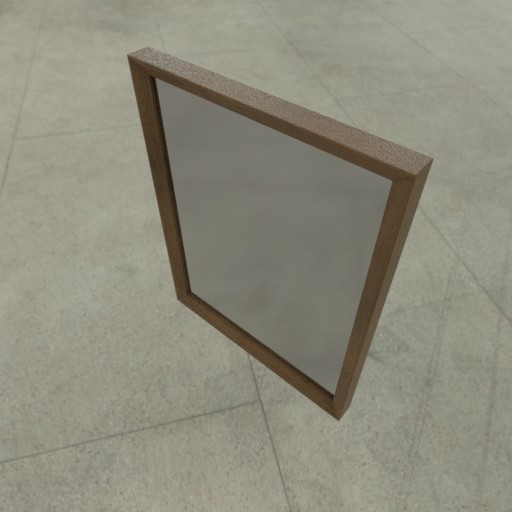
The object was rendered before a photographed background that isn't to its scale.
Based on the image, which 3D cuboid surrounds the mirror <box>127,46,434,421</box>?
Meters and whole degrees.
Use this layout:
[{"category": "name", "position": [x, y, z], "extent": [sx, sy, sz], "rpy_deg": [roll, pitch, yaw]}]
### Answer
[{"category": "mirror", "position": [0.000, 0.000, 0.675], "extent": [0.406, 0.509, 0.041], "rpy_deg": [32, 54, 27]}]
